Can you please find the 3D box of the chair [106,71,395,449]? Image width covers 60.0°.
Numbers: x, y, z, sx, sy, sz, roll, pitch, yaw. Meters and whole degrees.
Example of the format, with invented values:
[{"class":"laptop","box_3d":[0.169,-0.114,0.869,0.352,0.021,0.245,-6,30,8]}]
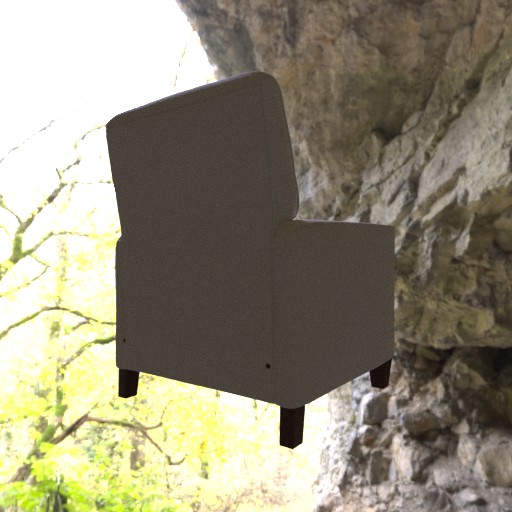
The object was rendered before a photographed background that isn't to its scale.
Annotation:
[{"class":"chair","box_3d":[0.000,0.000,1.667,0.841,1.028,0.858,0,0,36]}]
